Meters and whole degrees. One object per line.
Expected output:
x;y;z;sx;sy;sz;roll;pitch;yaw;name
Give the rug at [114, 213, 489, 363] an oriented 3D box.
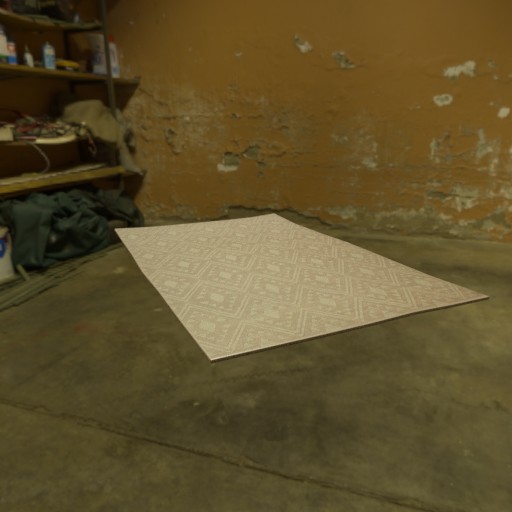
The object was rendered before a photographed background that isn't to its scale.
0.000;0.000;3.047;1.553;0.053;2.430;-8;18;-24;rug
